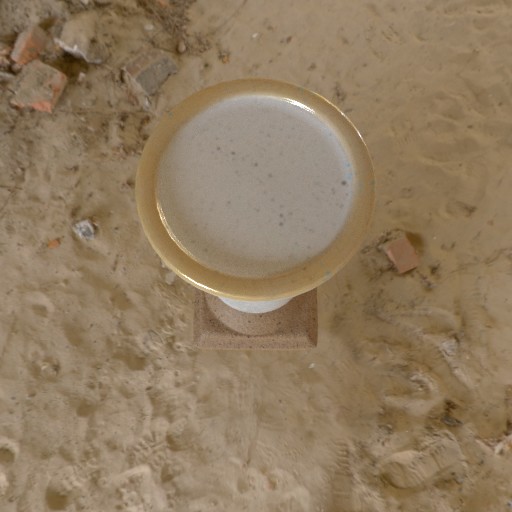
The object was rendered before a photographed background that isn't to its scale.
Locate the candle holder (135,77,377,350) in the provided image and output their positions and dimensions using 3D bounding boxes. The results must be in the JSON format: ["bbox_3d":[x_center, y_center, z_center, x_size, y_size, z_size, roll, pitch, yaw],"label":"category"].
[{"bbox_3d":[0.000,0.000,0.299,0.110,0.239,0.110,1,74,0],"label":"candle holder"}]
